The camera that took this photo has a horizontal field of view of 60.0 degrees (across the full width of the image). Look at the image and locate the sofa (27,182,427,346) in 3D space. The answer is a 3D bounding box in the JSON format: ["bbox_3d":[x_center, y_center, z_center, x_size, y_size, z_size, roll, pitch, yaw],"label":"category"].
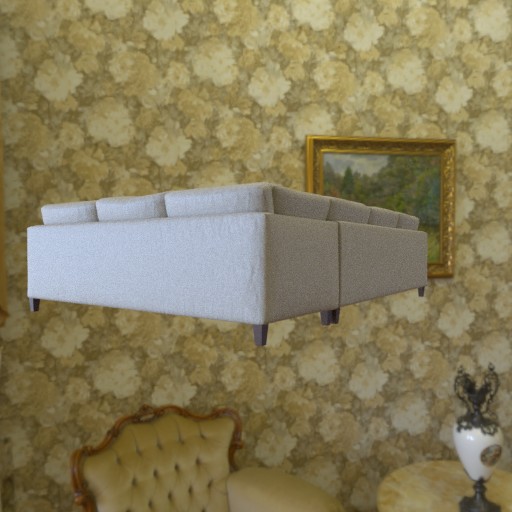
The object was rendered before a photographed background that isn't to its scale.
[{"bbox_3d":[0.000,0.000,4.407,2.522,0.934,3.333,1,1,35],"label":"sofa"}]
